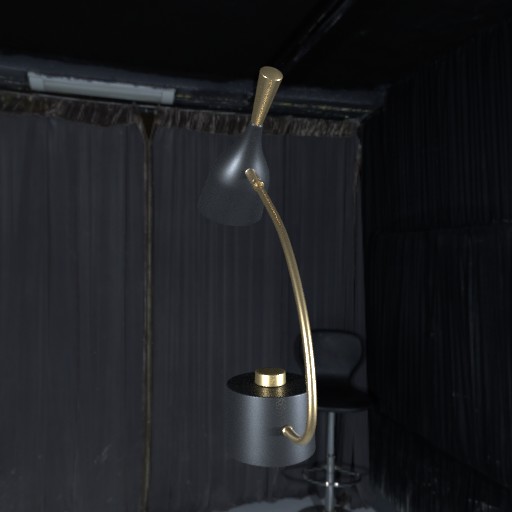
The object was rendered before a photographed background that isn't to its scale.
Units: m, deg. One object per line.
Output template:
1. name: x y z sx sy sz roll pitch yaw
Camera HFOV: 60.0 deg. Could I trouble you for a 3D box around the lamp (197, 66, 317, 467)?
1. lamp: 0.000 0.000 0.593 0.110 0.464 0.352 0 1 -19
